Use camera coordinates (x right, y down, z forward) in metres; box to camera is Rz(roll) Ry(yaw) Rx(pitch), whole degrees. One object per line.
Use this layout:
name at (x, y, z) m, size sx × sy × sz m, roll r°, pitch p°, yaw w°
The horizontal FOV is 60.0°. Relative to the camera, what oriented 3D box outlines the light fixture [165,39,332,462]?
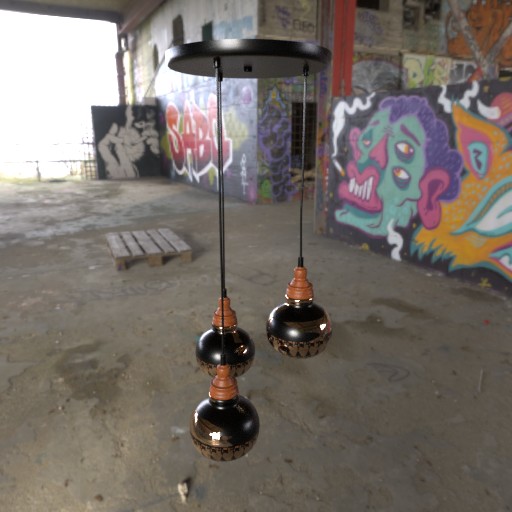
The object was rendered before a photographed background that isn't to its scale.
light fixture at (0.000, 0.000, 1.695) m, size 0.605 × 1.410 × 0.608 m, roll -2°, pitch 15°, yaw -7°
